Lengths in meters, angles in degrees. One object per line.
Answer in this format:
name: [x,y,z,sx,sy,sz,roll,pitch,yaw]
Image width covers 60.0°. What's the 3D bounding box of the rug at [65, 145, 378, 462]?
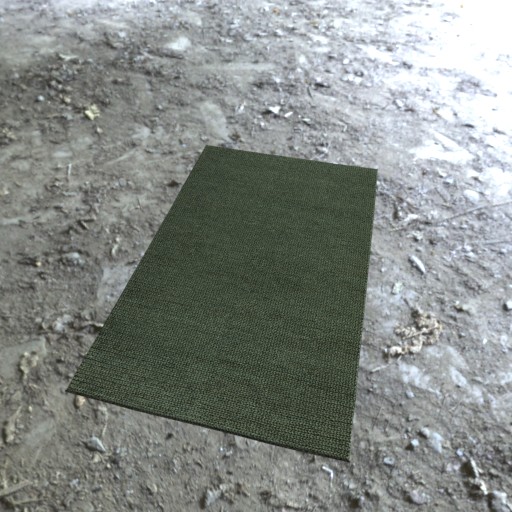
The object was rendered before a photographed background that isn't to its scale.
rug: [0.000,0.000,3.073,1.538,0.021,2.443,10,48,9]
